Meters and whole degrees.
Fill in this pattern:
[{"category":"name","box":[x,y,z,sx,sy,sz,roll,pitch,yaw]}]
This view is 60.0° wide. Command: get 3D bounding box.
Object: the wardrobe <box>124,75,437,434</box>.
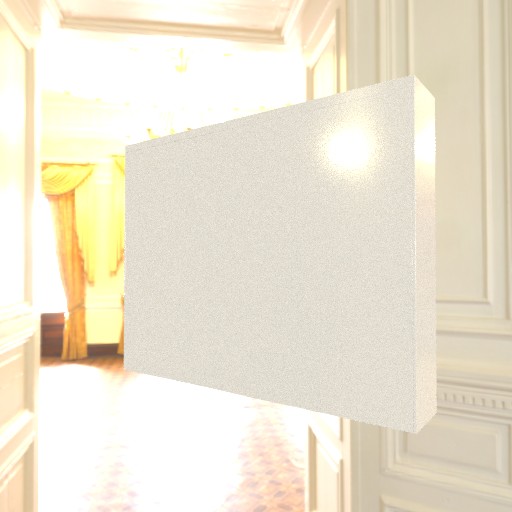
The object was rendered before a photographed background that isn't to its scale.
[{"category":"wardrobe","box":[0.000,0.000,4.021,3.000,2.360,0.580,-1,-1,36]}]
